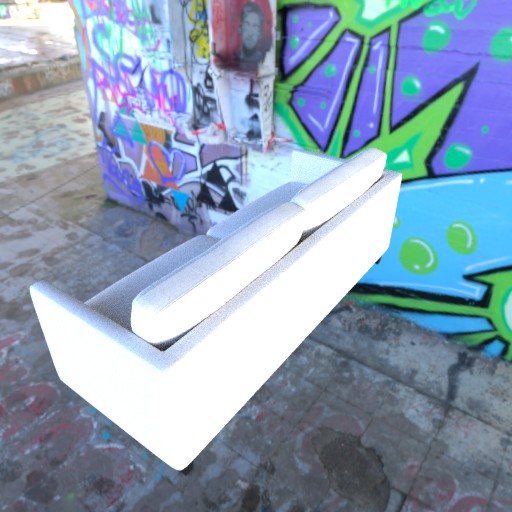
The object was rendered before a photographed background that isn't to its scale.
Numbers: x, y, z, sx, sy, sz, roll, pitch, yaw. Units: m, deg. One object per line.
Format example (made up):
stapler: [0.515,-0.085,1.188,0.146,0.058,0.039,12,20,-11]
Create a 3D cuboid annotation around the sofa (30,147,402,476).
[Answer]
sofa: [0.000,0.000,2.824,0.948,0.965,2.434,22,39,30]
